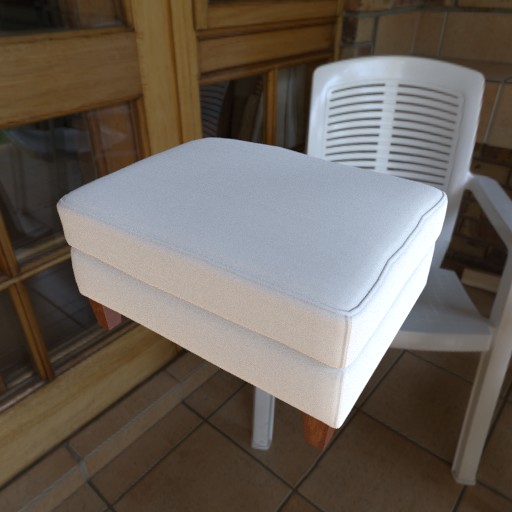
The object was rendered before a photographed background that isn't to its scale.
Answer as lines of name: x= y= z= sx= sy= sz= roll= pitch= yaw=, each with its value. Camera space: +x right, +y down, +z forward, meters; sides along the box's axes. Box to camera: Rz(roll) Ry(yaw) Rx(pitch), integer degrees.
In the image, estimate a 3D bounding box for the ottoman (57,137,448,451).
ottoman: x=0.000 y=0.000 z=1.221 sx=0.818 sy=0.479 sz=0.634 roll=20 pitch=37 yaw=28
